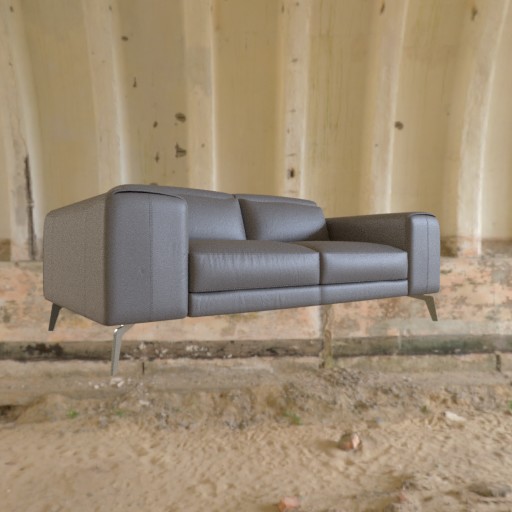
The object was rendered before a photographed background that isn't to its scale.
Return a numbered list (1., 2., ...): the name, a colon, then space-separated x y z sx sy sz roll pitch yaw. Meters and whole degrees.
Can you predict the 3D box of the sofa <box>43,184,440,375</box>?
1. sofa: 0.000 0.000 2.388 1.930 0.753 1.024 -1 1 -36
